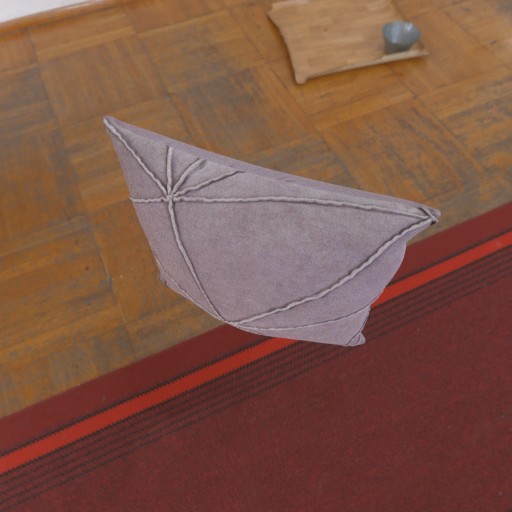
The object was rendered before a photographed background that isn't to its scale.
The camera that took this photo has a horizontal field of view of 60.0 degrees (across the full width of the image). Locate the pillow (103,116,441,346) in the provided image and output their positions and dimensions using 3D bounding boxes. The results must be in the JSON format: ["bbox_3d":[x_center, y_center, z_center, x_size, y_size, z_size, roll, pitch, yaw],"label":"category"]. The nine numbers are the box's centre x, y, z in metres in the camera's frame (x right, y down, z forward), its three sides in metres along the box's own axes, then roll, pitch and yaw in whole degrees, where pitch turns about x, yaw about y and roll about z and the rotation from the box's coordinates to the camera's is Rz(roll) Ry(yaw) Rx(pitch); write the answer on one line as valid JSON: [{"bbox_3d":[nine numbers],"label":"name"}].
[{"bbox_3d":[0.000,0.000,0.710,0.439,0.440,0.185,17,60,10],"label":"pillow"}]
